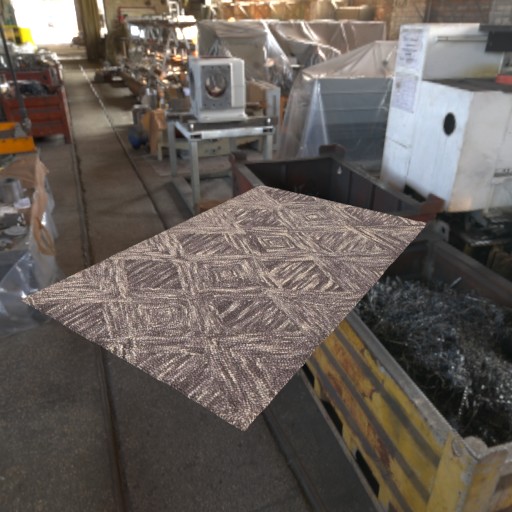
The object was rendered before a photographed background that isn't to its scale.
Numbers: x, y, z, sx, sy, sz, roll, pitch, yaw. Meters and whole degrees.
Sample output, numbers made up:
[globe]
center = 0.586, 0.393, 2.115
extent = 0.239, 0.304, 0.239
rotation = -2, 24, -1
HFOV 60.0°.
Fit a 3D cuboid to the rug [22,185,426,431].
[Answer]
[rug]
center = 0.000, 0.000, 2.245
extent = 1.186, 0.012, 1.814
rotation = 18, 33, 30
